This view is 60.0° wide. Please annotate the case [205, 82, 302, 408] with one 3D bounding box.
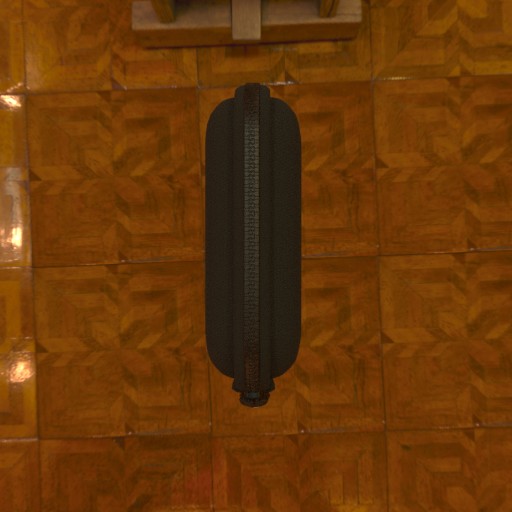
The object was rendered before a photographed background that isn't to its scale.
[{"bbox_3d":[0.000,0.000,0.193,0.030,0.147,0.107,0,90,1],"label":"case"}]
